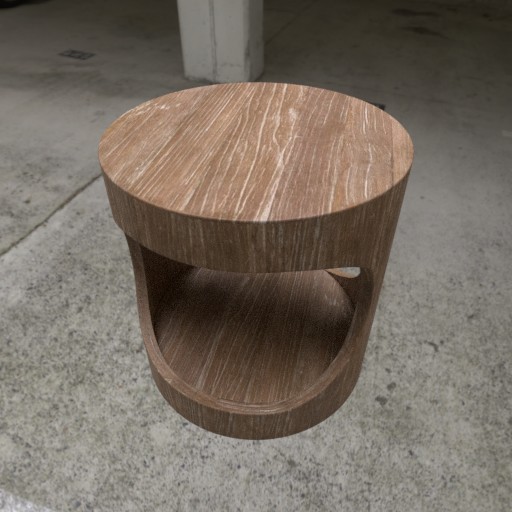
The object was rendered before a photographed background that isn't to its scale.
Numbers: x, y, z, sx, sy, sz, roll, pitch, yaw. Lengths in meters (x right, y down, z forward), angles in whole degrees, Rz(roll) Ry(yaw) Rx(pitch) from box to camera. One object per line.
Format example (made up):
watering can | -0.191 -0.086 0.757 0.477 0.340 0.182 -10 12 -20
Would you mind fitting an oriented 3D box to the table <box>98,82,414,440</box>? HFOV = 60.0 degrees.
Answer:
table | 0.000 0.000 0.941 0.527 0.551 0.527 0 40 0
